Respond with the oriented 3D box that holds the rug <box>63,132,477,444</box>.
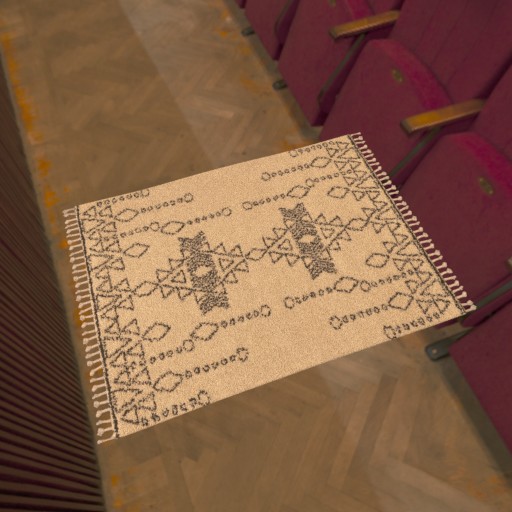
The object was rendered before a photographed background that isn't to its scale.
[{"bbox_3d":[0.000,0.000,3.789,3.027,0.028,2.125,-17,60,-10],"label":"rug"}]
